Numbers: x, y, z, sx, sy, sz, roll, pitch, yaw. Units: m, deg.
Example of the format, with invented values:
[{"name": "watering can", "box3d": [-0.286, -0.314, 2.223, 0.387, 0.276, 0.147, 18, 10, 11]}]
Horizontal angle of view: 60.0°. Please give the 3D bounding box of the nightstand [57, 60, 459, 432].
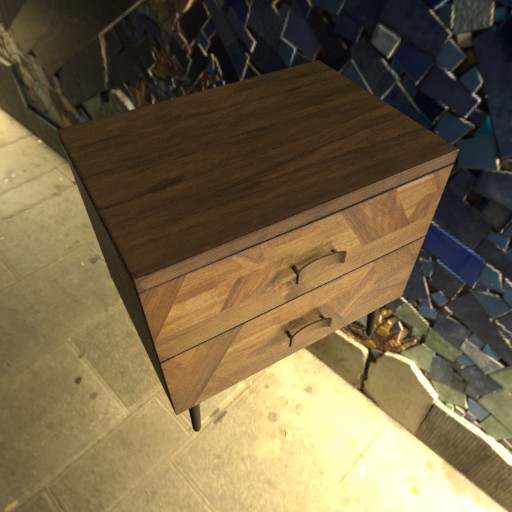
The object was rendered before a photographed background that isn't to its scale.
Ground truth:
[{"name": "nightstand", "box3d": [0.000, 0.000, 1.034, 0.610, 0.610, 0.458, -23, 51, -20]}]
